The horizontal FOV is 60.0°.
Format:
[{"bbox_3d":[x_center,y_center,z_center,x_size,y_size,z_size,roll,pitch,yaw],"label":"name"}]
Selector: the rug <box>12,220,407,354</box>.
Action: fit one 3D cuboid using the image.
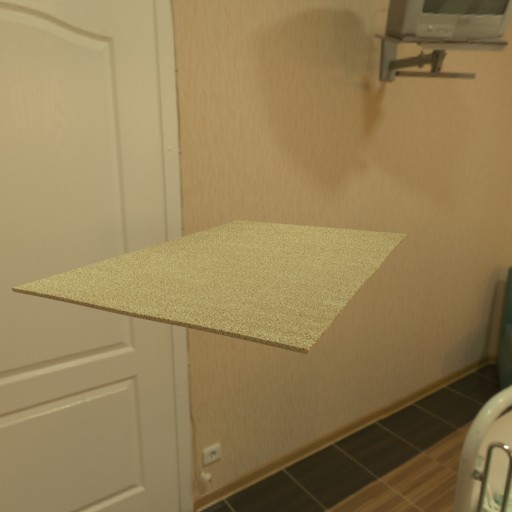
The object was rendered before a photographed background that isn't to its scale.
[{"bbox_3d":[0.000,0.000,3.337,1.800,0.025,2.699,7,15,26],"label":"rug"}]
